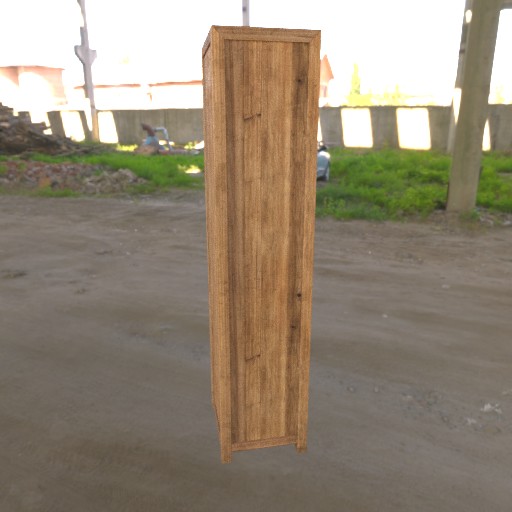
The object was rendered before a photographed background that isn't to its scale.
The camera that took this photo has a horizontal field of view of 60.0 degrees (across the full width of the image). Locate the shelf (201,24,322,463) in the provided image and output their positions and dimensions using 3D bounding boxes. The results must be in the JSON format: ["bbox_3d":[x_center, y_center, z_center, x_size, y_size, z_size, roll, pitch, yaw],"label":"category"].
[{"bbox_3d":[0.000,0.000,2.134,0.428,1.900,0.500,-3,16,-11],"label":"shelf"}]
